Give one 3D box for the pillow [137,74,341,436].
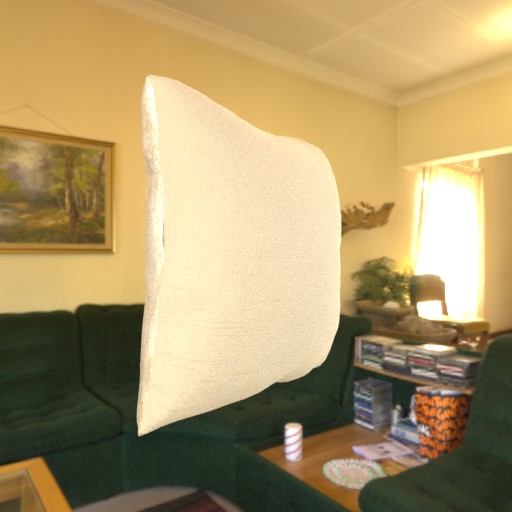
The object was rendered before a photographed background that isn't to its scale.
[{"bbox_3d":[0.000,0.000,0.716,0.245,0.448,0.450,0,0,36],"label":"pillow"}]
